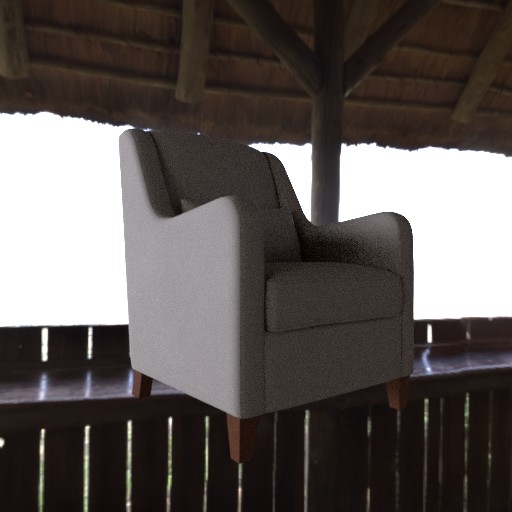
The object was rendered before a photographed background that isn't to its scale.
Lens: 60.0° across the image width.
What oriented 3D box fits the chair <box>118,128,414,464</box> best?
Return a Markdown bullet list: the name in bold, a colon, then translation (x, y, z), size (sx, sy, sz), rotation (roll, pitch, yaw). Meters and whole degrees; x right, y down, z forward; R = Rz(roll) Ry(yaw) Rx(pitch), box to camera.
- **chair**: translation (0.000, 0.000, 1.584), size (0.715, 1.010, 0.863), rotation (0, 0, -37)
